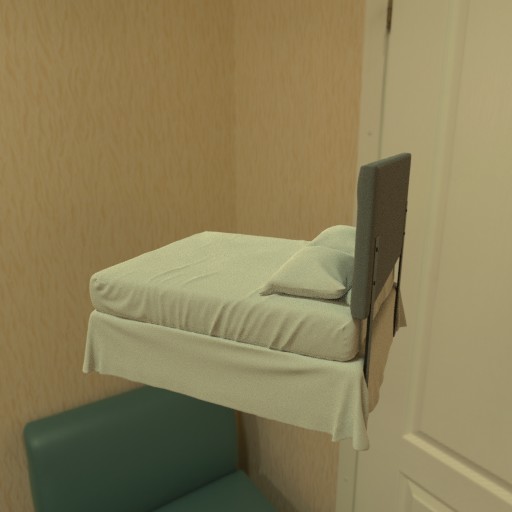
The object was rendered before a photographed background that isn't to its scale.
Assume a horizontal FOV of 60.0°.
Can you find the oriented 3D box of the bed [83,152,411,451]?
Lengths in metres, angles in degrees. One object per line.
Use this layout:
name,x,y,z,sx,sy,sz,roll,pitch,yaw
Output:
bed,0.000,0.000,3.515,2.222,1.577,1.936,7,17,23
